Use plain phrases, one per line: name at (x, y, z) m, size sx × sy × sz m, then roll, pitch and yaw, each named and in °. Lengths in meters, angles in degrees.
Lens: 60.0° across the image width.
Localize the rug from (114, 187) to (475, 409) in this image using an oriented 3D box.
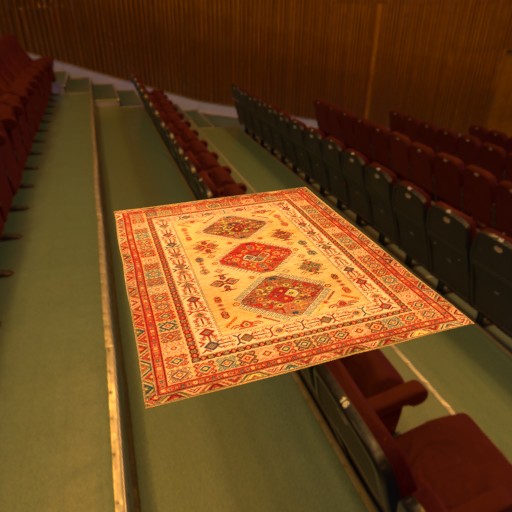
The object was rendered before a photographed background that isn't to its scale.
rug at (0.000, 0.000, 4.260) m, size 2.460 × 0.005 × 3.067 m, roll -10°, pitch 31°, yaw -17°
